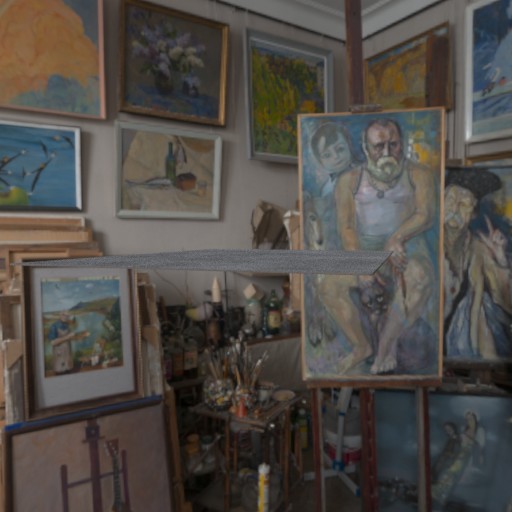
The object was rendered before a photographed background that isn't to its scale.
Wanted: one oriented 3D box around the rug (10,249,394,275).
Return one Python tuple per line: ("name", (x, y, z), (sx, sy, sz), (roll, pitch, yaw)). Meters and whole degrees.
("rug", (0.000, 0.000, 2.806), (1.600, 0.008, 2.235), (1, 3, 19))
